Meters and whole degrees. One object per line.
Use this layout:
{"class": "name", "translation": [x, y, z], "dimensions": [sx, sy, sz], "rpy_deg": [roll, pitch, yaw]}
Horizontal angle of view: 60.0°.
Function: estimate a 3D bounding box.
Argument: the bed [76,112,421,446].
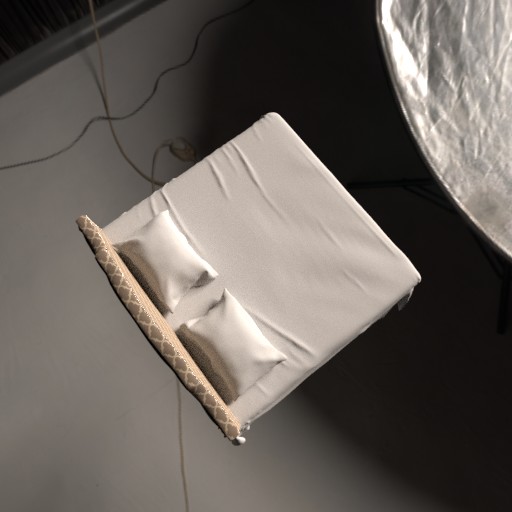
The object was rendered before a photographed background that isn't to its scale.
{"class": "bed", "translation": [0.000, 0.000, 3.703], "dimensions": [2.222, 1.601, 2.314], "rpy_deg": [-37, 78, -9]}
